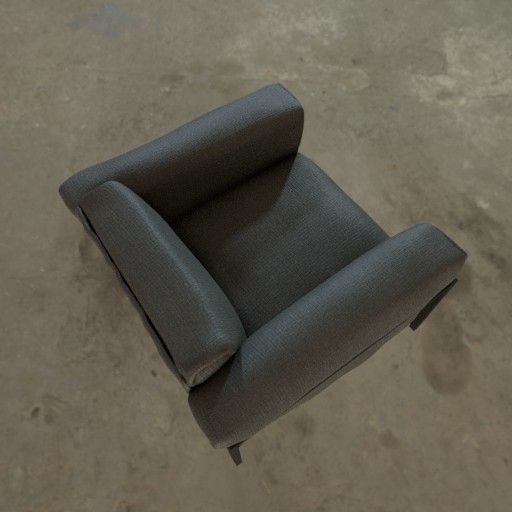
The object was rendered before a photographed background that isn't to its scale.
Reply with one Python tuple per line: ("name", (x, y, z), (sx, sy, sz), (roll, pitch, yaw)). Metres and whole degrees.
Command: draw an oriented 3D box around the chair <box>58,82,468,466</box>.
("chair", (0.000, 0.000, 1.643), (0.969, 0.646, 1.056), (-31, 64, -17))
